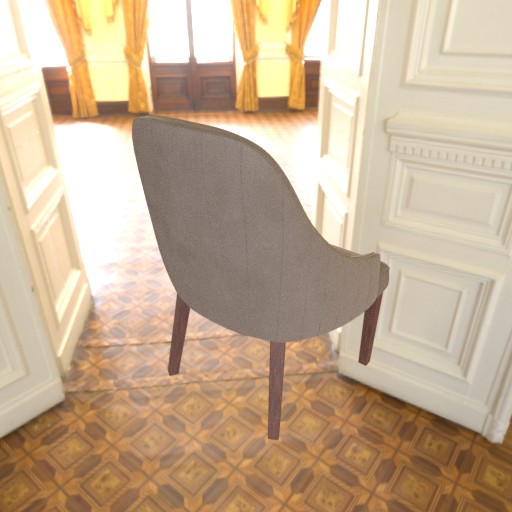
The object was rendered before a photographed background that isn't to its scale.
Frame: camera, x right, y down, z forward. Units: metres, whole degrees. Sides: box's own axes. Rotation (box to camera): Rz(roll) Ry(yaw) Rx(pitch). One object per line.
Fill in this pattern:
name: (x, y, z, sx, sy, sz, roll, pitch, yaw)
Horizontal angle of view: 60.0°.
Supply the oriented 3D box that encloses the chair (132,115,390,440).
chair: (0.000, 0.000, 1.323, 0.643, 0.889, 0.575, 21, 35, 32)
